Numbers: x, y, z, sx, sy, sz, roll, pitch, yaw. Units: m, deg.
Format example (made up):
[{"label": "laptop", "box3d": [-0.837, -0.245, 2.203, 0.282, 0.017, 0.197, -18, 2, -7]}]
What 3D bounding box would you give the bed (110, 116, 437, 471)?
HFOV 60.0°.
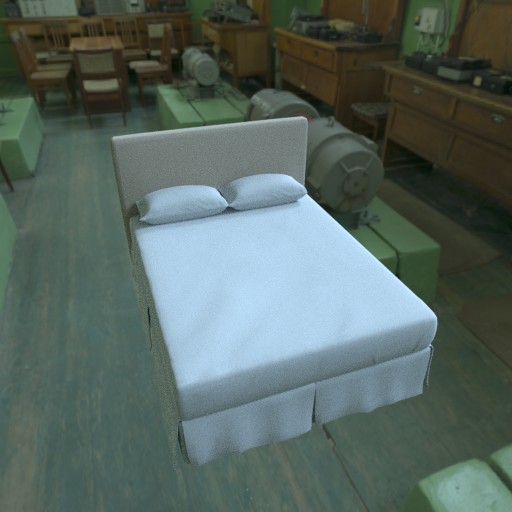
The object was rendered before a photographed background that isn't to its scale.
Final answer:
[{"label": "bed", "box3d": [0.000, 0.000, 3.223, 1.748, 1.330, 2.142, -11, 35, -17]}]
